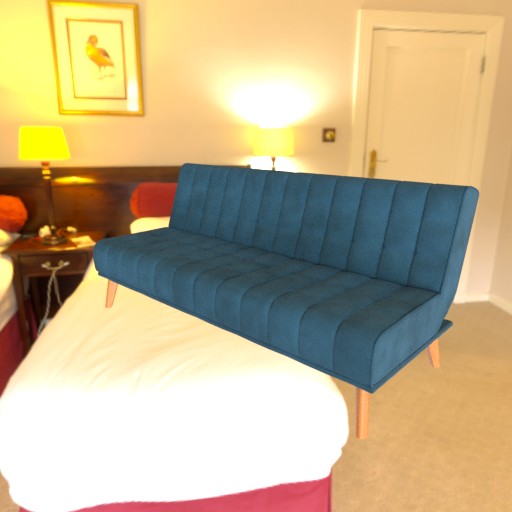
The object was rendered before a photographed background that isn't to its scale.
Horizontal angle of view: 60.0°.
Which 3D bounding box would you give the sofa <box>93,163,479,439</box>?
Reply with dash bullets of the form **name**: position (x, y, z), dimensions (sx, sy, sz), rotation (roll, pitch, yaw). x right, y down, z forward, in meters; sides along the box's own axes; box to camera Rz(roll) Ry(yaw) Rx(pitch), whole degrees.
- **sofa**: position (0.000, 0.000, 2.272), dimensions (1.804, 0.813, 0.855), rotation (14, 22, 41)
